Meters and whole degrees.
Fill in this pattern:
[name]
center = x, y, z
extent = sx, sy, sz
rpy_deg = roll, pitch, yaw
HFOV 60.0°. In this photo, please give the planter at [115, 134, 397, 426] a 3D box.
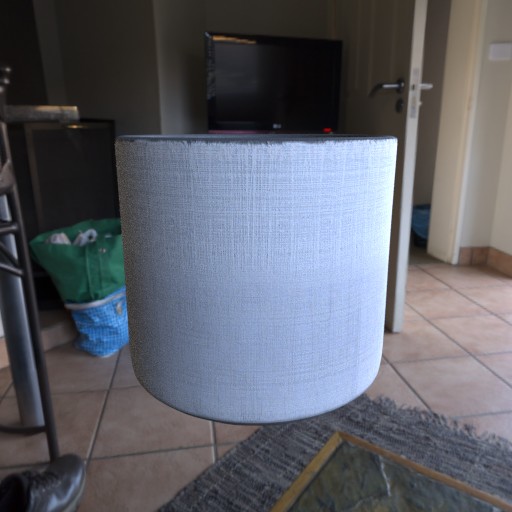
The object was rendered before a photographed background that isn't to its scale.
[planter]
center = 0.000, 0.000, 0.382
extent = 0.221, 0.201, 0.221
rpy_deg = 0, 16, 0
